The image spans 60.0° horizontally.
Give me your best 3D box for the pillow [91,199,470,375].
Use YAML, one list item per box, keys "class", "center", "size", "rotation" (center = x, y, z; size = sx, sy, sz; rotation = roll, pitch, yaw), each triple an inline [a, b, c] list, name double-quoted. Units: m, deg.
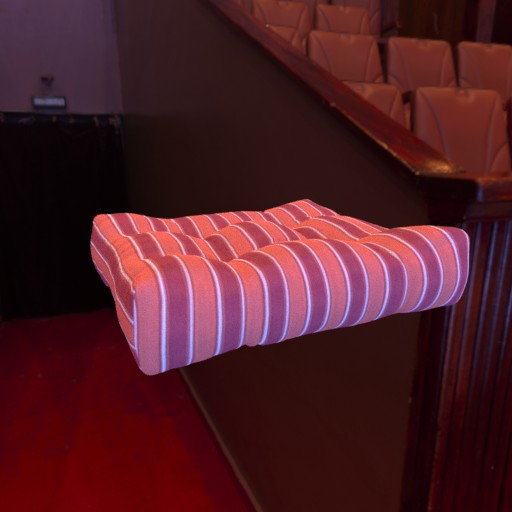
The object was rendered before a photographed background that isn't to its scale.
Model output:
- class: "pillow"
  center: [0.000, 0.000, 0.741]
  size: [0.490, 0.133, 0.468]
  rotation: [-7, 16, -24]
